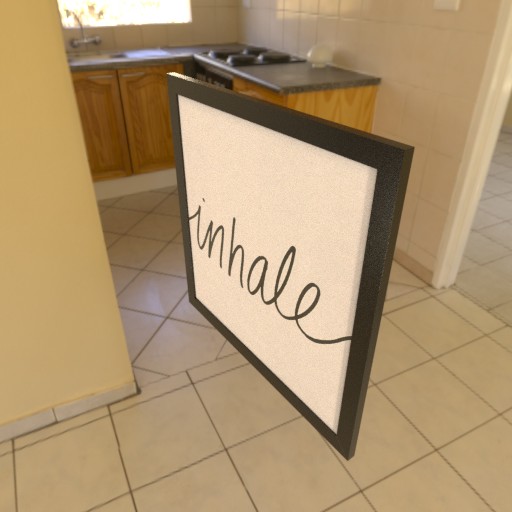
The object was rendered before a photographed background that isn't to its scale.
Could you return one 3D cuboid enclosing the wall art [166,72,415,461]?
[{"bbox_3d":[0.000,0.000,0.653,0.014,0.445,0.446,-22,38,-30],"label":"wall art"}]
